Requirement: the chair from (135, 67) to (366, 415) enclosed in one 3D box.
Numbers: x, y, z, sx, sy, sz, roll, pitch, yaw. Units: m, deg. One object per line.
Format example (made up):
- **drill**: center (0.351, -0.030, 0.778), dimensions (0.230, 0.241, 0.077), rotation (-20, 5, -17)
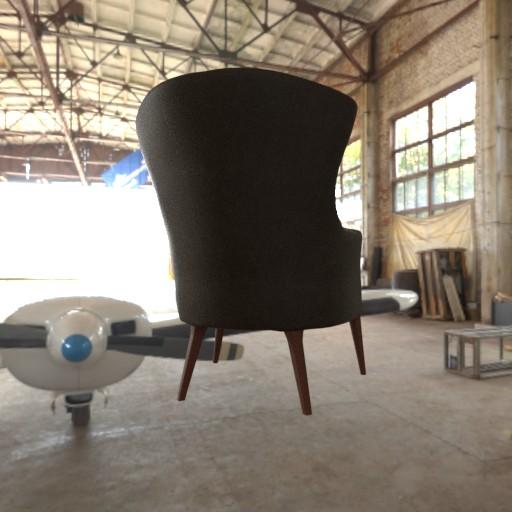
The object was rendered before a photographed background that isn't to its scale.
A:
- **chair**: center (0.000, 0.000, 1.726), dimensions (0.819, 1.068, 0.954), rotation (0, -1, 19)
